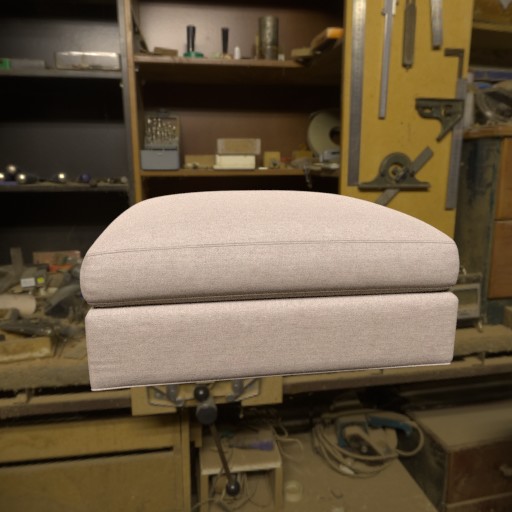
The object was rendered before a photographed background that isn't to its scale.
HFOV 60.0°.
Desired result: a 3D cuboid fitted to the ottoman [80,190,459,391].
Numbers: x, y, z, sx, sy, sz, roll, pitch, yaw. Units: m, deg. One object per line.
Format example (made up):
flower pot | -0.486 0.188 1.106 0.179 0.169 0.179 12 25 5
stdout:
ottoman | 0.000 0.000 1.665 1.041 0.470 1.041 -2 12 -8
